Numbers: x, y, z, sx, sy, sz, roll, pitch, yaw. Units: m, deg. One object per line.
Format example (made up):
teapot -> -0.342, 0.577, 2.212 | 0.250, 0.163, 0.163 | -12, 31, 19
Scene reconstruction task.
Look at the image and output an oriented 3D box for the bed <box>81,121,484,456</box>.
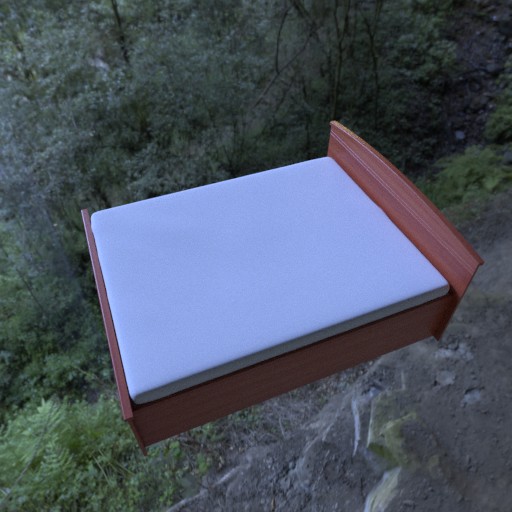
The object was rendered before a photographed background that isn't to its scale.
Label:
bed -> 0.000, 0.000, 2.987 | 2.053, 0.848, 1.683 | -16, 48, -15
